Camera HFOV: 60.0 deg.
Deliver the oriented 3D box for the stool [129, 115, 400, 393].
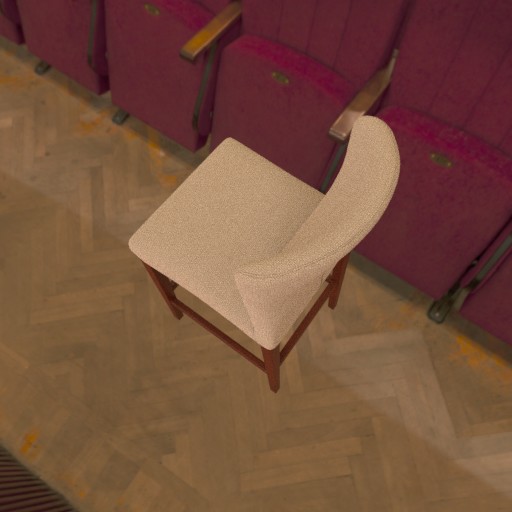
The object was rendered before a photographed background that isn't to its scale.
[{"bbox_3d":[0.000,0.000,1.356,0.568,1.069,0.481,33,69,15],"label":"stool"}]
